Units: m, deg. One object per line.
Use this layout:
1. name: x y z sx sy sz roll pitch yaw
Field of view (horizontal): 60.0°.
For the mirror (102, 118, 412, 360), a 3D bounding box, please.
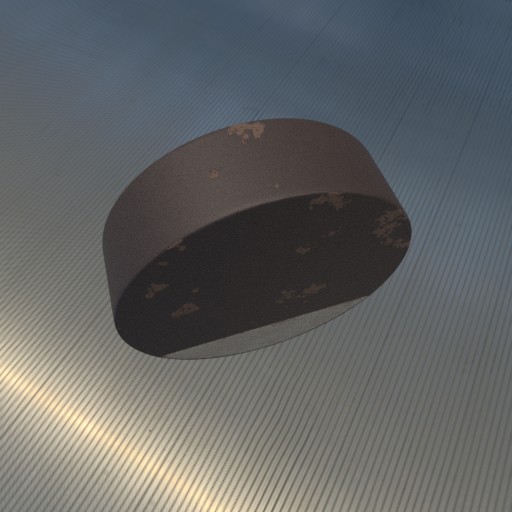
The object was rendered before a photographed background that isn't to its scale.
1. mirror: 0.000 0.000 0.600 0.386 0.386 0.126 -15 60 -9
